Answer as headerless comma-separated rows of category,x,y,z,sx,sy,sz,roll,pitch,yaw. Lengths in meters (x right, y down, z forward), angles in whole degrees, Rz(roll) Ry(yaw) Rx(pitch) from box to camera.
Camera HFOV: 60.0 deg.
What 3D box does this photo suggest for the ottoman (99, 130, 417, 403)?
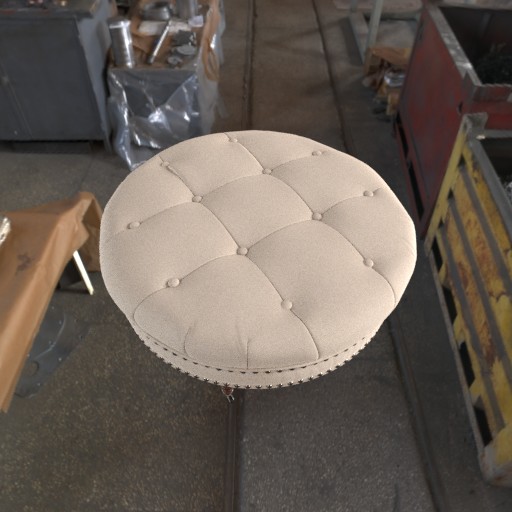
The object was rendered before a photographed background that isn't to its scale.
ottoman,0.000,0.000,1.379,0.901,0.439,0.901,0,47,0
